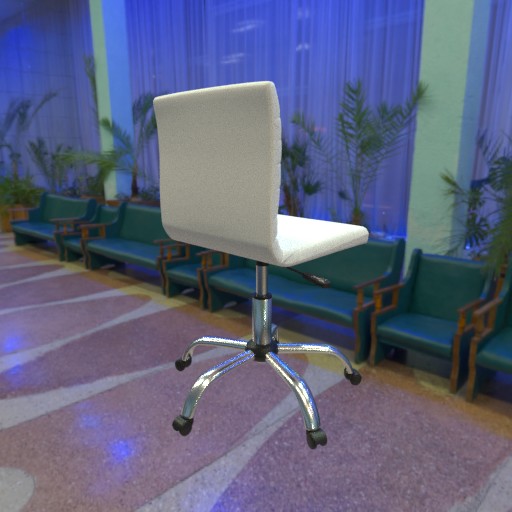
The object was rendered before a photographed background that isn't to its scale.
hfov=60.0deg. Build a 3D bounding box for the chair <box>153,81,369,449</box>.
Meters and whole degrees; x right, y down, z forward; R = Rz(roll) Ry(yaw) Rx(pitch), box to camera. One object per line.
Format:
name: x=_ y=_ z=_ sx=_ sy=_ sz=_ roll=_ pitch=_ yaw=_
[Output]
chair: x=0.000 y=0.000 z=1.131 sx=0.530 sy=0.780 sz=0.556 roll=-13 pitch=19 yaw=-43
